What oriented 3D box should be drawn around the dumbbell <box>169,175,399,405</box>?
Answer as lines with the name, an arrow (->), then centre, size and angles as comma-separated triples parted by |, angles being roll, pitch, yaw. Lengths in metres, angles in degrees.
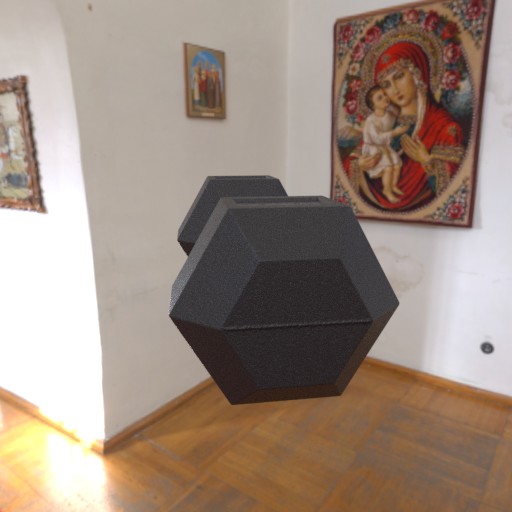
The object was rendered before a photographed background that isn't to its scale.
dumbbell -> 0.000, 0.000, 0.339 | 0.122, 0.106, 0.271 | -2, 14, -8
